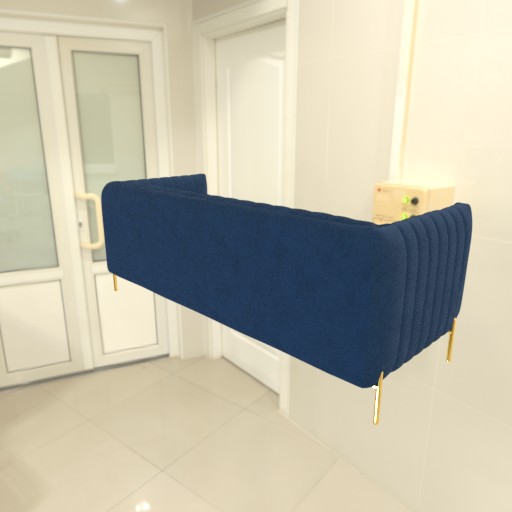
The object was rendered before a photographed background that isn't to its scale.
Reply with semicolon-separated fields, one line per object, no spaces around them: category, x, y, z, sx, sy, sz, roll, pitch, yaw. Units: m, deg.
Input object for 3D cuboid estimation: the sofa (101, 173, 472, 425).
sofa;0.000;0.000;2.603;0.896;0.793;2.136;-15;22;-43
